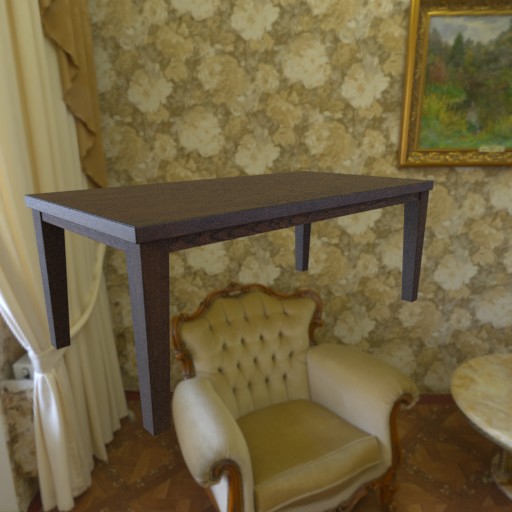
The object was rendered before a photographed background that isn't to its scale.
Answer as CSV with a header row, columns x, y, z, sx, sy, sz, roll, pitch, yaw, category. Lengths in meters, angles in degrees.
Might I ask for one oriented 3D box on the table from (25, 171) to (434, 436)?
x,y,z,sx,sy,sz,roll,pitch,yaw,category
0.000,0.000,2.447,1.981,0.762,1.016,-14,21,-42,table
